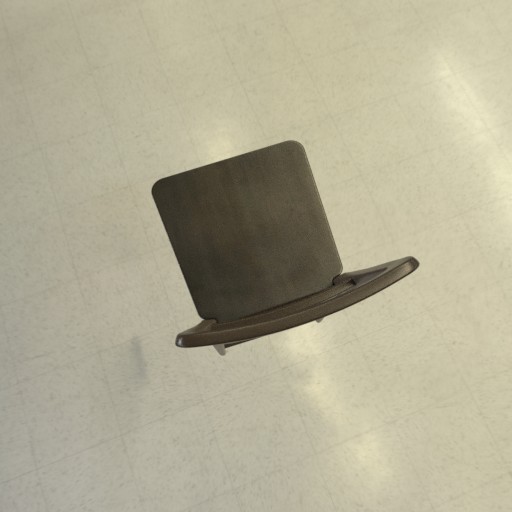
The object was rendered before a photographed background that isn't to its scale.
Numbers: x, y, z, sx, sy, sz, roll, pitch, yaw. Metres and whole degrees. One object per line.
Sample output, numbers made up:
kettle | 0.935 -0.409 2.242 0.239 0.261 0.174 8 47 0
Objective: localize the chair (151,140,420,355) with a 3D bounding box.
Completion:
chair | 0.000 0.000 1.268 0.450 0.991 0.546 -18 74 -5
